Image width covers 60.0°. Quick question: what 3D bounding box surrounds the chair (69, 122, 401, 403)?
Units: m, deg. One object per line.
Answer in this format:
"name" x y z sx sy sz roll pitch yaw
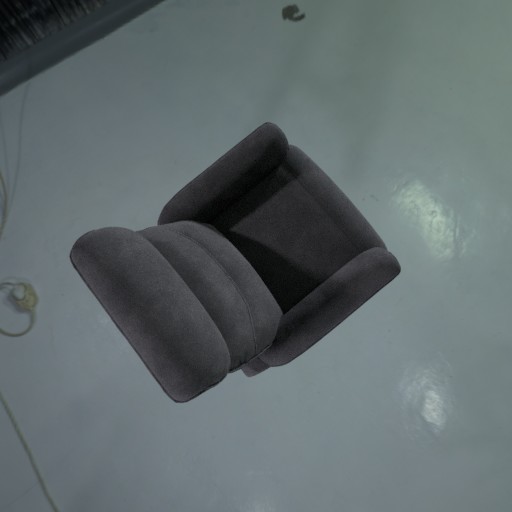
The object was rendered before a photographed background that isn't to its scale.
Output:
"chair" 0.000 0.000 1.787 1.009 1.035 0.830 -38 80 -8
